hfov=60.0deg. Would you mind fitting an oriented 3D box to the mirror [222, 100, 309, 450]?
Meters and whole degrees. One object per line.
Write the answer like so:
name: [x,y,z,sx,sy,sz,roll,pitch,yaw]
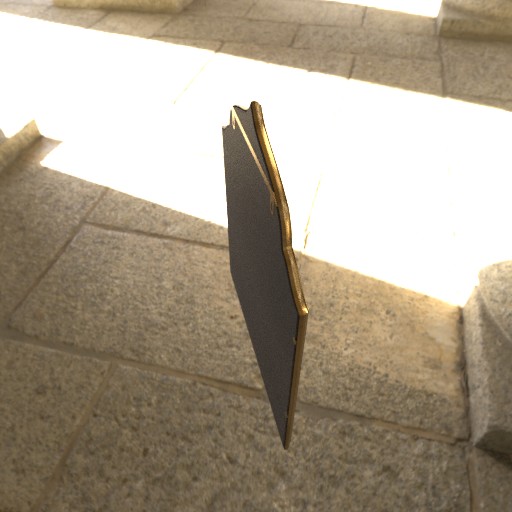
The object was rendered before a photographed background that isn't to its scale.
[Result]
mirror: [0.000,0.000,0.860,0.018,0.635,0.513,-11,47,-10]
